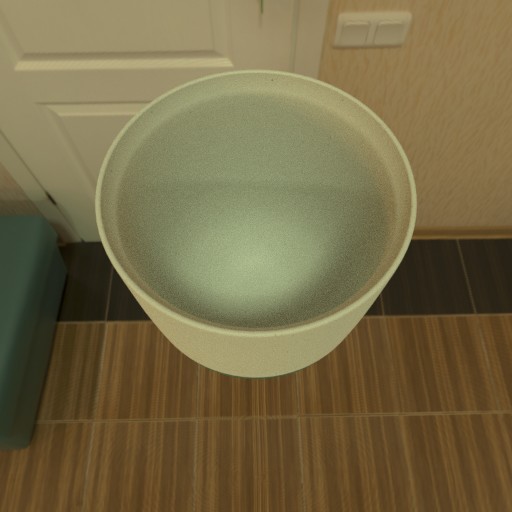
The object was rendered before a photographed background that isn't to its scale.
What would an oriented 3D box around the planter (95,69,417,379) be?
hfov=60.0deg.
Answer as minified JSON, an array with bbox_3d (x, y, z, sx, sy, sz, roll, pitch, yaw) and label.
[{"bbox_3d":[0.000,0.000,0.379,0.204,0.214,0.204,0,64,0],"label":"planter"}]
